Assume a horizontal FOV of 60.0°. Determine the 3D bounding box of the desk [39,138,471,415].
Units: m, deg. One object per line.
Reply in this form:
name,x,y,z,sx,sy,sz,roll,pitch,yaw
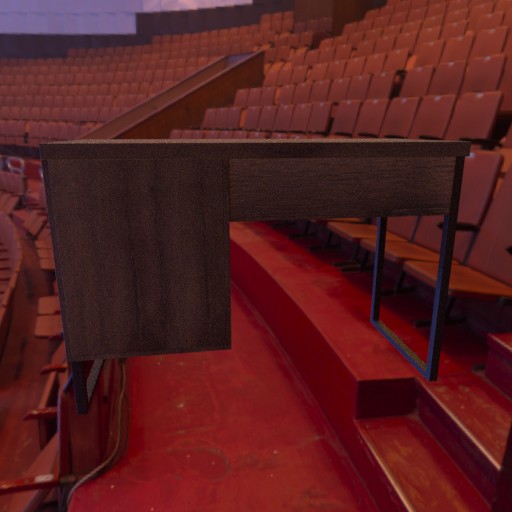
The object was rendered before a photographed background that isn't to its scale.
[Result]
desk,0.000,0.000,1.489,1.134,0.752,0.511,-3,16,-9
